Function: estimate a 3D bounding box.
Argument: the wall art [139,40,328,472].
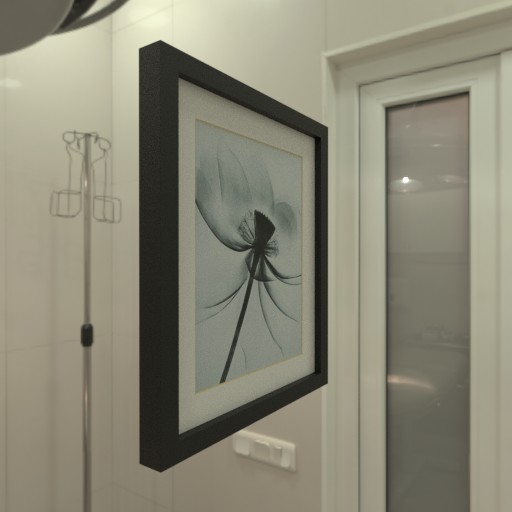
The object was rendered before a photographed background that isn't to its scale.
[{"bbox_3d":[0.000,0.000,0.533,0.029,0.381,0.330,0,0,35],"label":"wall art"}]
